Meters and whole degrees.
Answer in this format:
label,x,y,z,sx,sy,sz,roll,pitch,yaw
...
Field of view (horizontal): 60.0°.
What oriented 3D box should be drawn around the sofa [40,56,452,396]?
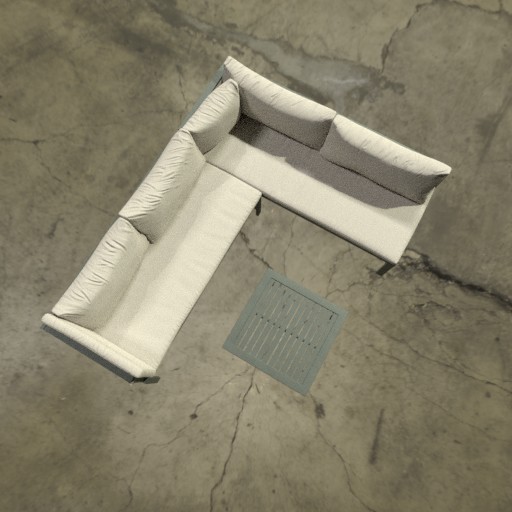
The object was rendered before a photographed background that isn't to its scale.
label,x,y,z,sx,sy,sz,roll,pitch,yaw
sofa,0.000,0.000,2.902,1.658,0.758,2.096,29,77,7
